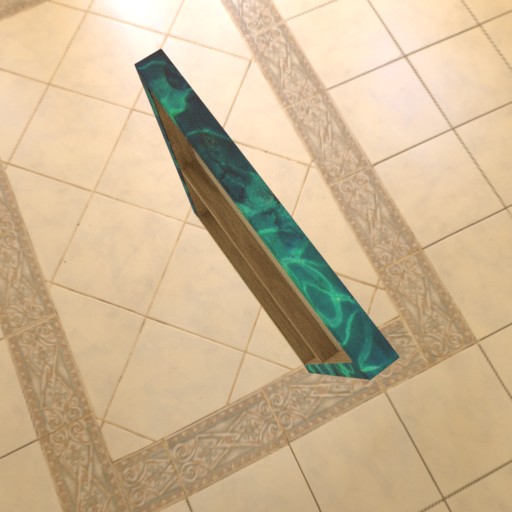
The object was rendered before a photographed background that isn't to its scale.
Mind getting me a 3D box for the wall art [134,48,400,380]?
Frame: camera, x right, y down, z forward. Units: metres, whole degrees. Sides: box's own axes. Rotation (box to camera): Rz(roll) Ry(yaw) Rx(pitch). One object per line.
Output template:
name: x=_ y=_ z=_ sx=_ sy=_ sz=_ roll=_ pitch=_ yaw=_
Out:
wall art: x=0.000 y=0.000 z=0.718 sx=0.038 sy=0.508 sz=0.432 roll=-35 pitch=78 yaw=-8
